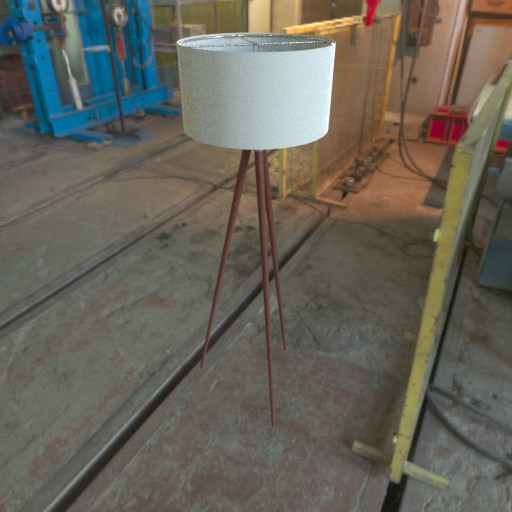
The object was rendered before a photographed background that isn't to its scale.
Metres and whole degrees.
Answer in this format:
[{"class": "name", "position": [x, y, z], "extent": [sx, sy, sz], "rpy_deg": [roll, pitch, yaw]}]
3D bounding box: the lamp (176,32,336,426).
[{"class": "lamp", "position": [0.000, 0.000, 1.769], "extent": [0.483, 1.553, 0.483], "rpy_deg": [-9, 33, -14]}]
